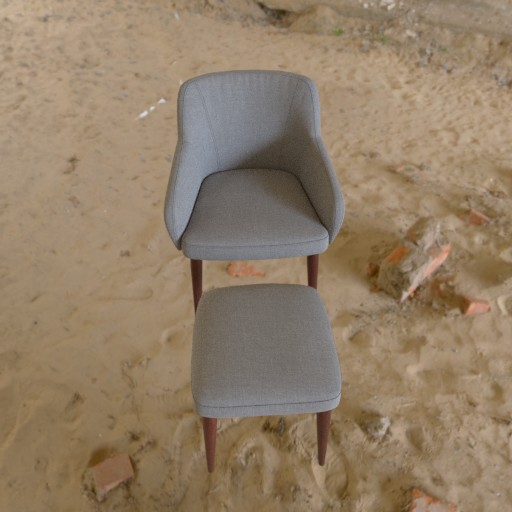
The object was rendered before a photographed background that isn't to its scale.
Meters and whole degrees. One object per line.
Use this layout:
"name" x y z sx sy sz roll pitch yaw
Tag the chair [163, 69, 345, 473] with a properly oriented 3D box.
"chair" 0.000 0.000 1.489 0.584 0.799 1.107 -2 46 -2
